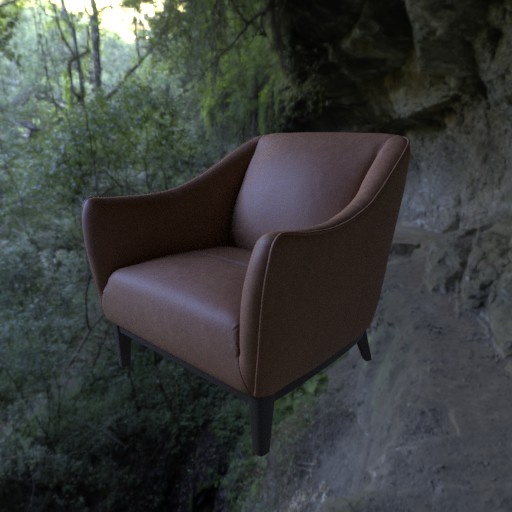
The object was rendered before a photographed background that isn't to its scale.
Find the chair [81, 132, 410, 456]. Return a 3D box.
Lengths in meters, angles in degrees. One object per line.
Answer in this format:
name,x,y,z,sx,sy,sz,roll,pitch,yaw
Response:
chair,0.000,0.000,1.543,0.871,0.830,0.852,14,21,41
